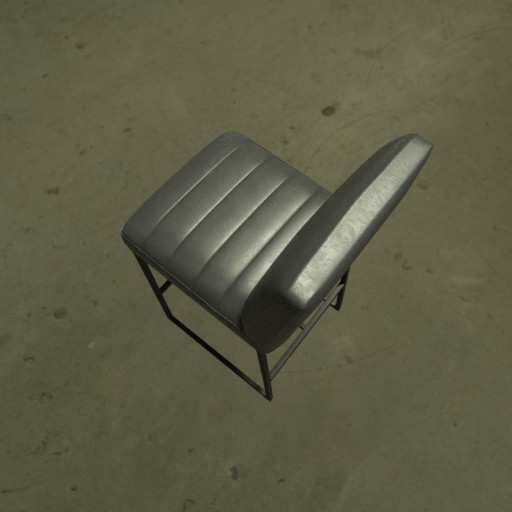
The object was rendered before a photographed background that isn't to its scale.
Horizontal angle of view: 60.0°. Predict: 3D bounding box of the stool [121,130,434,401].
[{"bbox_3d":[0.000,0.000,1.254,0.552,0.938,0.457,35,68,17],"label":"stool"}]
